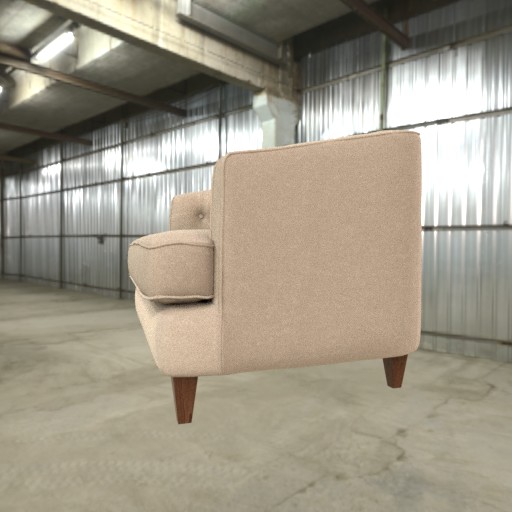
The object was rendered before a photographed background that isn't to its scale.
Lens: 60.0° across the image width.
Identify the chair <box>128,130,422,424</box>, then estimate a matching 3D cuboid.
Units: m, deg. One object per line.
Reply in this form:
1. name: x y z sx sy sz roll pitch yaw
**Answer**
1. chair: 0.000 0.000 1.722 0.941 0.852 1.104 0 1 -18
